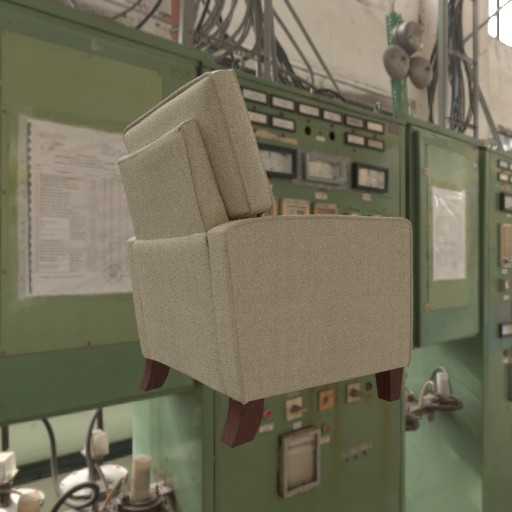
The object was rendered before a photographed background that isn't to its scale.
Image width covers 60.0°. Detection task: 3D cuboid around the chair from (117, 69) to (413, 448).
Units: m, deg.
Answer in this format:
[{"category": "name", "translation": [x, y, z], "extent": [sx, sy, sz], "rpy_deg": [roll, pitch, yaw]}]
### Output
[{"category": "chair", "translation": [0.000, 0.000, 1.417], "extent": [0.754, 0.888, 0.648], "rpy_deg": [0, -1, -35]}]
